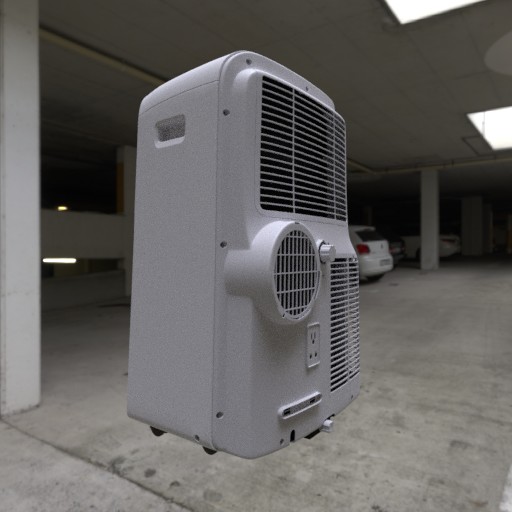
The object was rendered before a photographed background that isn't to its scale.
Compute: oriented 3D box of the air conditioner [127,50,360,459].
[{"bbox_3d":[0.000,0.000,0.941,0.365,0.700,0.454,0,0,35],"label":"air conditioner"}]
